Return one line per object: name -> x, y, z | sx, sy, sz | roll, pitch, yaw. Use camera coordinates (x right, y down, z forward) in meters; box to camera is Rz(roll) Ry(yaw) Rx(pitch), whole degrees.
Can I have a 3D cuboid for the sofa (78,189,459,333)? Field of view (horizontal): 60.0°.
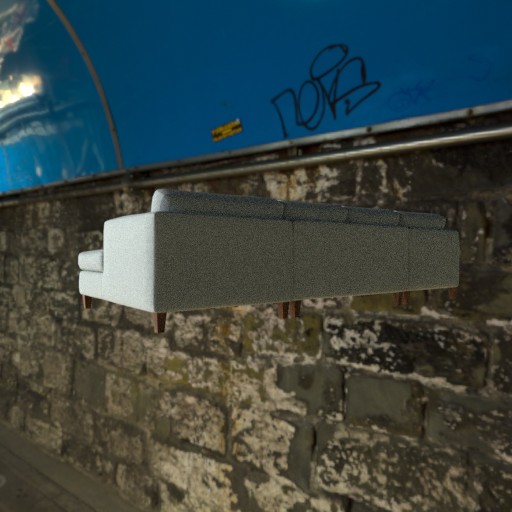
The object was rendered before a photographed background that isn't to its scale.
sofa -> 0.000, 0.000, 4.558 | 3.403, 0.889, 2.551 | 0, 0, -37
